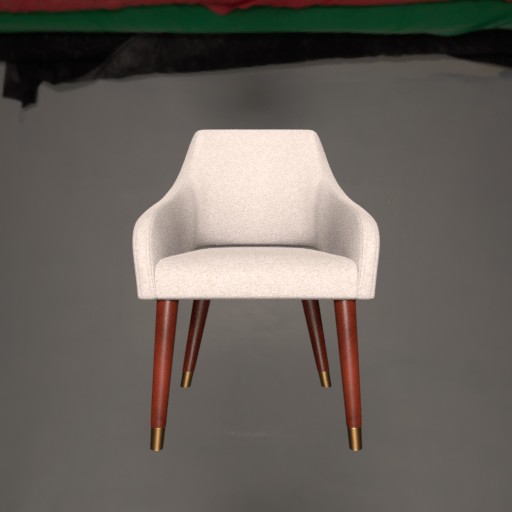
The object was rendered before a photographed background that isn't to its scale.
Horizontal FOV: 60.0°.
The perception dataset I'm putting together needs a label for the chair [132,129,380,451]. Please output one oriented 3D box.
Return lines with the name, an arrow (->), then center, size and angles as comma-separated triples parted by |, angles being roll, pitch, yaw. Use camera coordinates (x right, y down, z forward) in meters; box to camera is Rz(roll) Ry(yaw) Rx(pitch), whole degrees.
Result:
chair -> 0.000, 0.000, 1.317 | 0.609, 0.889, 0.600 | 0, 2, 0
